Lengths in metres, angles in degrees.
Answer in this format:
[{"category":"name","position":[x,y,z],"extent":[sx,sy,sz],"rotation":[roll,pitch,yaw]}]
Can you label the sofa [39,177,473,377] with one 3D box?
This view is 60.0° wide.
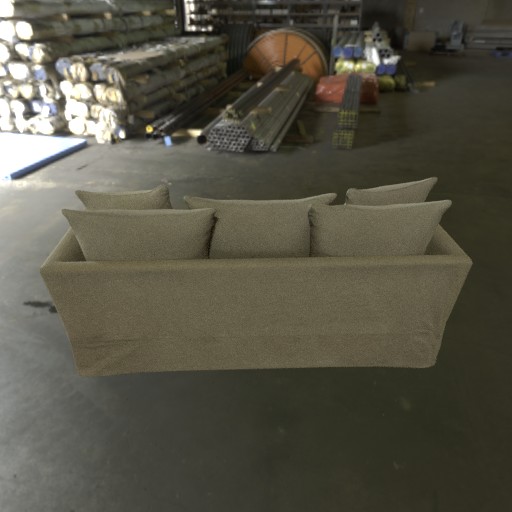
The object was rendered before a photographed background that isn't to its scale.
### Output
[{"category":"sofa","position":[0.000,0.000,2.845],"extent":[2.290,1.034,1.031],"rotation":[-1,30,-2]}]
